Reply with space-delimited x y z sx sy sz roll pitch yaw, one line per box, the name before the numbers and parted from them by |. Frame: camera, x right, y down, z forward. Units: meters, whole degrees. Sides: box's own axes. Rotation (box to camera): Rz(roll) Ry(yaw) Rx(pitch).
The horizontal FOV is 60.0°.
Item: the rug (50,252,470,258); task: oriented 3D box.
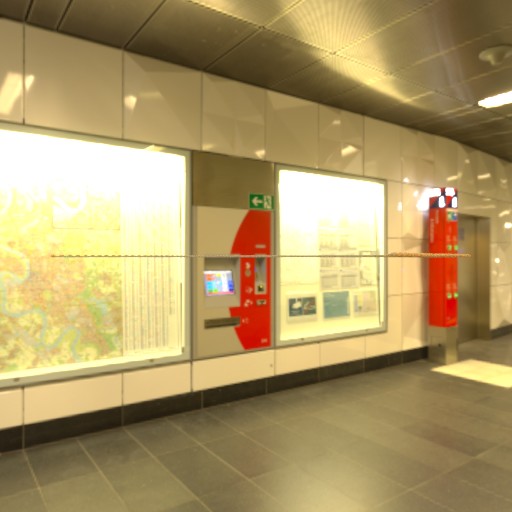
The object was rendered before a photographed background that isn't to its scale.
rug | 0.000 0.000 3.010 2.433 0.022 1.556 0 0 35
